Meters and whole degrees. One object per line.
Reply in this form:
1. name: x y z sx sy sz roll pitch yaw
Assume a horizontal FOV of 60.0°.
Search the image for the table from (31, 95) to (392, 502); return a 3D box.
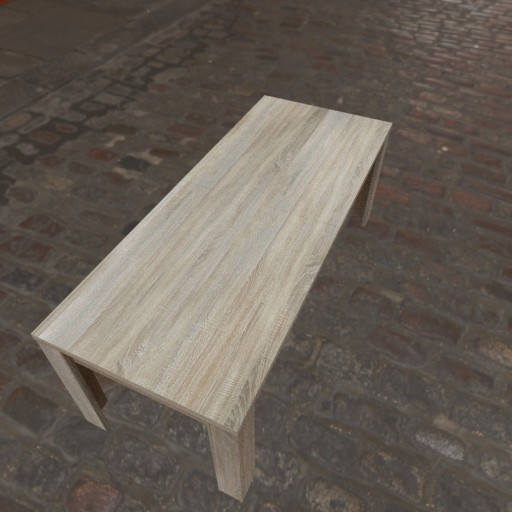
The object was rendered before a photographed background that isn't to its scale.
1. table: 0.000 0.000 2.565 0.900 0.790 2.200 19 49 17
